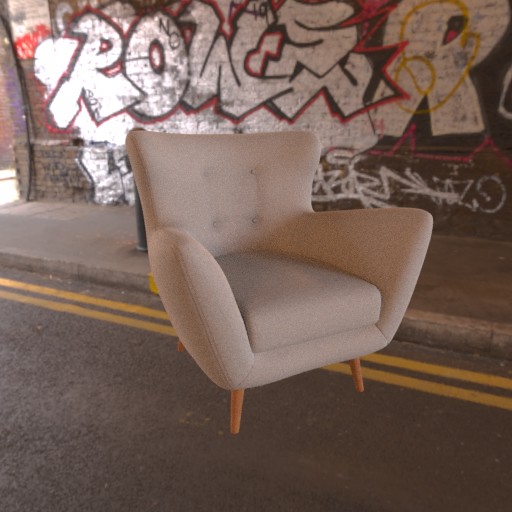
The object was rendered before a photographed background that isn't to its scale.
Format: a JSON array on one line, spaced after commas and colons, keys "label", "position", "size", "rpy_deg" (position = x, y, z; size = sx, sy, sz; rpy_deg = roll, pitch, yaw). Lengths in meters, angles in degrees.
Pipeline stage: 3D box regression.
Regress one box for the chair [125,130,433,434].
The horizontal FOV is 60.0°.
[{"label": "chair", "position": [0.000, 0.000, 1.633], "size": [0.890, 0.889, 0.889], "rpy_deg": [-8, 18, -26]}]
